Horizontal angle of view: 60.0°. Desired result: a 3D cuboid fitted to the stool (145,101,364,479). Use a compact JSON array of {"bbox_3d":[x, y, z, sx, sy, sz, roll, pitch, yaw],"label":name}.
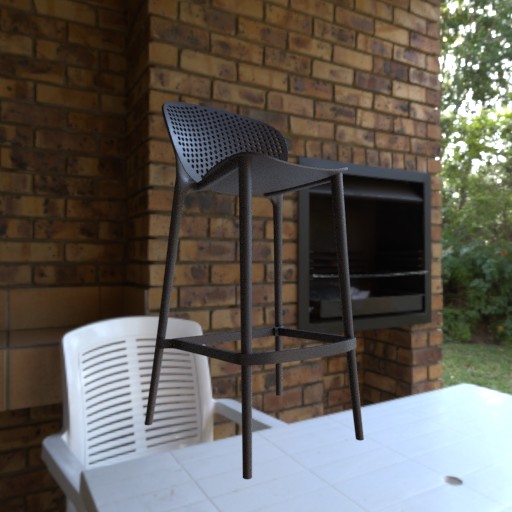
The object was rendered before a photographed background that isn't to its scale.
[{"bbox_3d":[0.000,0.000,1.347,0.536,1.045,0.535,0,-1,-35],"label":"stool"}]
